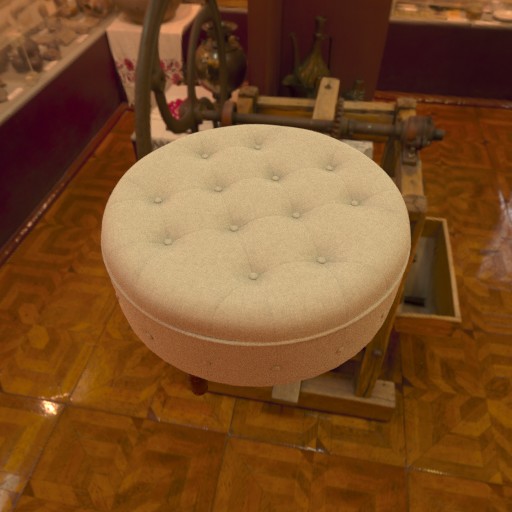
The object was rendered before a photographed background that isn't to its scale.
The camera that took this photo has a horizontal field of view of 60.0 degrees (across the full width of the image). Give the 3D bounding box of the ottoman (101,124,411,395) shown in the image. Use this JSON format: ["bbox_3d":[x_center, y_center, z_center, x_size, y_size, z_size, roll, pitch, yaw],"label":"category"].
[{"bbox_3d":[0.000,0.000,1.366,0.849,0.478,0.849,0,46,0],"label":"ottoman"}]
